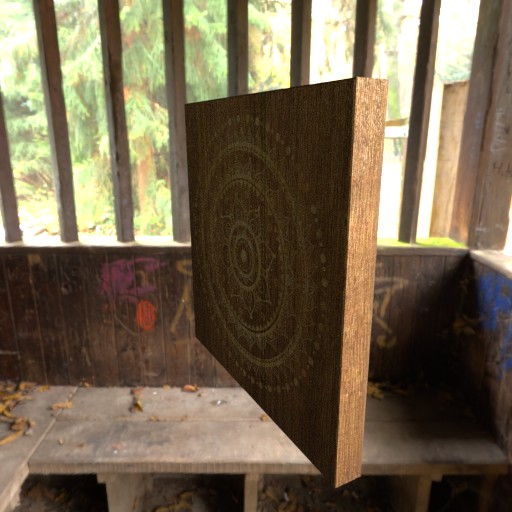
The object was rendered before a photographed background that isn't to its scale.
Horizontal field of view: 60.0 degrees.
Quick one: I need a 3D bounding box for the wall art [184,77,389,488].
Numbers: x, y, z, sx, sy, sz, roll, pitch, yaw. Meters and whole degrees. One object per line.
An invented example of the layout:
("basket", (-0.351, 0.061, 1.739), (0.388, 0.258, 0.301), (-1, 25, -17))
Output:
("wall art", (0.000, 0.000, 0.589), (0.039, 0.403, 0.406), (-8, 18, -27))
